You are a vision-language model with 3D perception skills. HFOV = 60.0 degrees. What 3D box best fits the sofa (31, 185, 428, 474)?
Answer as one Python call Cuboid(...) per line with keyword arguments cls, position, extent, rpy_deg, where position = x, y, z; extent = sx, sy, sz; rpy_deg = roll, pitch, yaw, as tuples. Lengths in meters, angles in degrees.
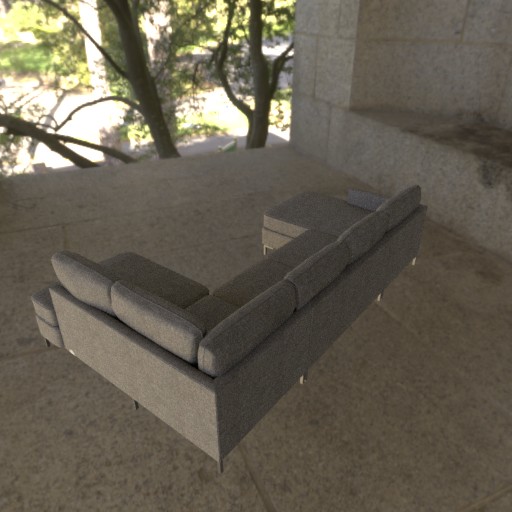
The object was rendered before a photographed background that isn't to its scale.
Cuboid(cls="sofa", position=(0.000, 0.000, 4.245), extent=(2.048, 0.999, 3.423), rpy_deg=(21, 36, 32))
